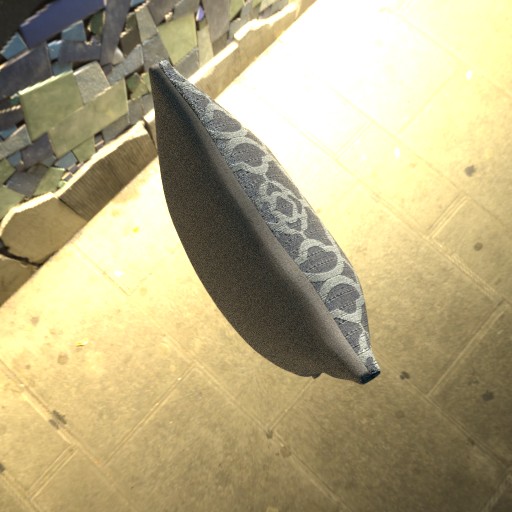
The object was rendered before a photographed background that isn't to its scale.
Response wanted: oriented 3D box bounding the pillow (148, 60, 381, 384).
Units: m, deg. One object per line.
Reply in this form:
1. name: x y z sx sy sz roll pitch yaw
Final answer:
1. pillow: 0.000 0.000 0.794 0.215 0.498 0.508 -32 78 -8
